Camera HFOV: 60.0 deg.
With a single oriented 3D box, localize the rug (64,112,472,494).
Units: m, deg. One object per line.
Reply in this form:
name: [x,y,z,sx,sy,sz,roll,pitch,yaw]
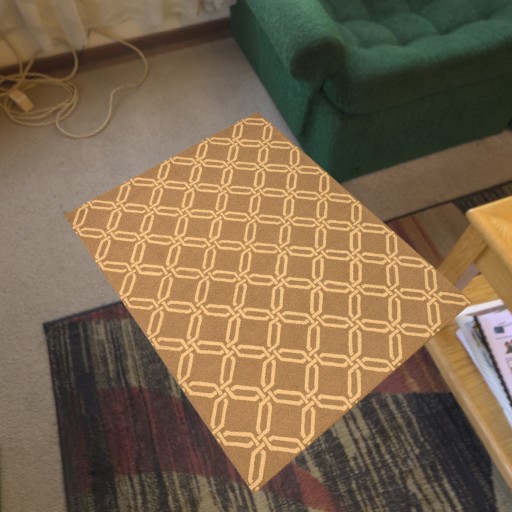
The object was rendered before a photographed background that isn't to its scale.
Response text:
rug: [0.000,0.000,3.889,2.288,0.018,2.895,-34,64,-19]
